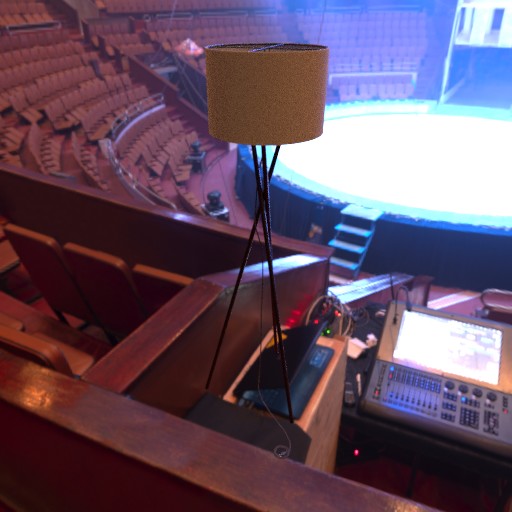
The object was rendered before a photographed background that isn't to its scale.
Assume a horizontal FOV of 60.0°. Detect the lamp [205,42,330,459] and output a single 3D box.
[{"bbox_3d":[0.000,0.000,1.903,0.522,1.624,0.667,10,31,17],"label":"lamp"}]
